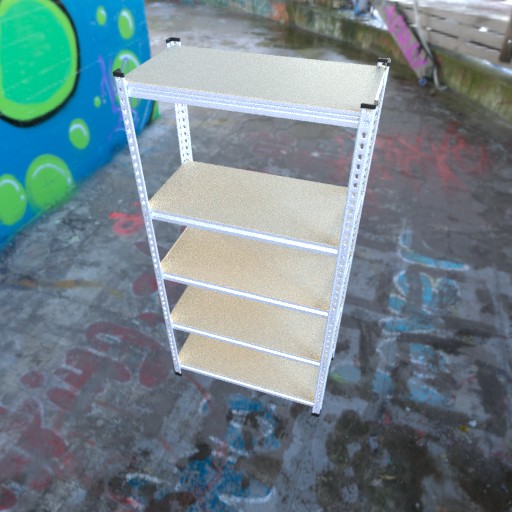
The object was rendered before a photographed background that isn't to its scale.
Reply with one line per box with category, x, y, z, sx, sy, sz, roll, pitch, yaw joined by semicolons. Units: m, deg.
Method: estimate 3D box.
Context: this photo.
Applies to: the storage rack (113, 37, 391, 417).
storage rack;0.000;0.000;2.203;0.914;1.829;0.457;12;43;14
